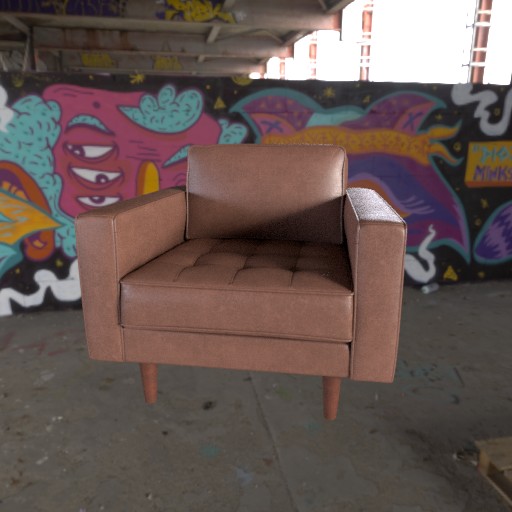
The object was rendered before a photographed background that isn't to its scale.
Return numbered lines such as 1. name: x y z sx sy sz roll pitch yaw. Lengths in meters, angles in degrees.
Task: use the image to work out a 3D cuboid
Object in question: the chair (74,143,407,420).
1. chair: 0.000 0.000 1.579 0.920 0.770 0.900 2 15 9
